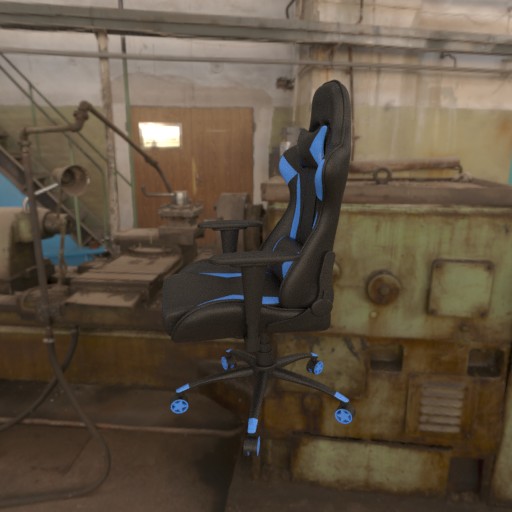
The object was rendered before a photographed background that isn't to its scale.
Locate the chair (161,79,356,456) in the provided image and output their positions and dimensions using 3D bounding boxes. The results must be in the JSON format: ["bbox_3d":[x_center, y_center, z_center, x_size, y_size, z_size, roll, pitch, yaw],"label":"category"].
[{"bbox_3d":[0.000,0.000,1.718,0.730,1.282,0.695,-3,15,-10],"label":"chair"}]
